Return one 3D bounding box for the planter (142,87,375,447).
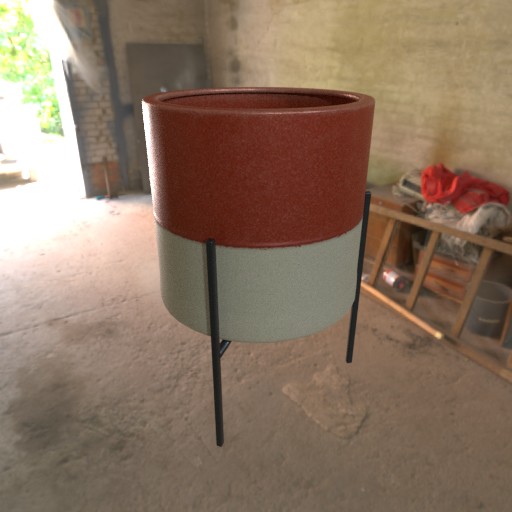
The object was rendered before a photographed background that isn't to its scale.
[{"bbox_3d":[0.000,0.000,0.521,0.235,0.354,0.251,9,27,18],"label":"planter"}]
